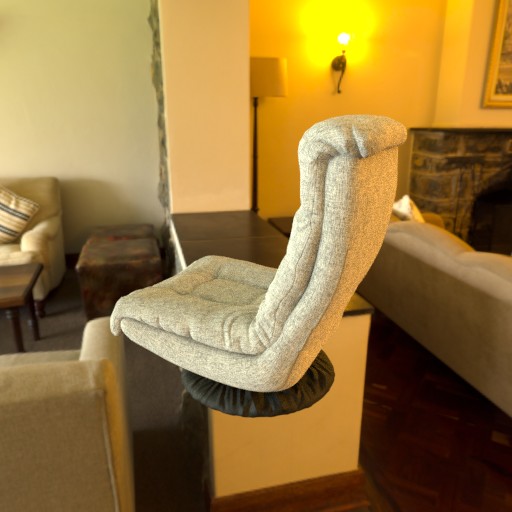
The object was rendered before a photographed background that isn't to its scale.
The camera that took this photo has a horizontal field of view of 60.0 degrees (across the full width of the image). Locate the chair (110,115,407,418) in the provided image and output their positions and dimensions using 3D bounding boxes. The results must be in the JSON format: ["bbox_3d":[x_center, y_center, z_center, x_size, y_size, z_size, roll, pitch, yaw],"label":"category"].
[{"bbox_3d":[0.000,0.000,0.995,0.583,0.600,0.400,8,19,25],"label":"chair"}]
